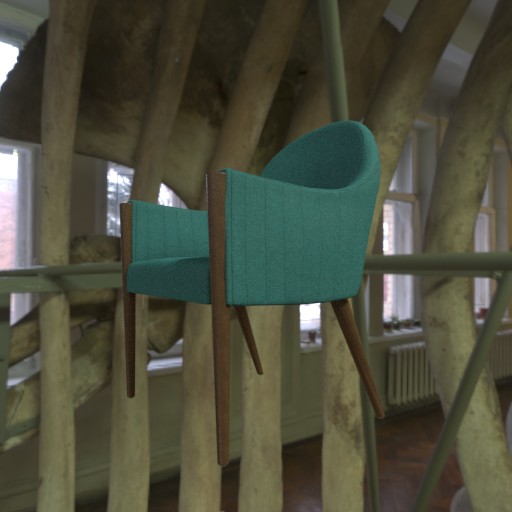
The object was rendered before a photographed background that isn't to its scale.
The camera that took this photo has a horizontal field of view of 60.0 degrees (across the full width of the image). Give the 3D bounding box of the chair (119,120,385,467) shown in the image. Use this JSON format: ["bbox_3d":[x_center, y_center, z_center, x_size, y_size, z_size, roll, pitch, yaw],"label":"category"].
[{"bbox_3d":[0.000,0.000,1.355,0.652,0.907,0.656,1,-1,-35],"label":"chair"}]
